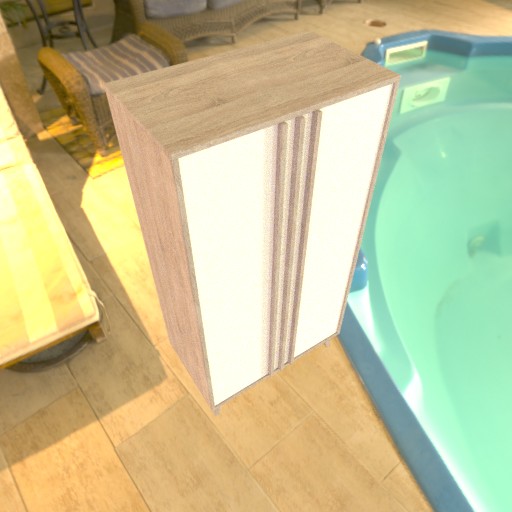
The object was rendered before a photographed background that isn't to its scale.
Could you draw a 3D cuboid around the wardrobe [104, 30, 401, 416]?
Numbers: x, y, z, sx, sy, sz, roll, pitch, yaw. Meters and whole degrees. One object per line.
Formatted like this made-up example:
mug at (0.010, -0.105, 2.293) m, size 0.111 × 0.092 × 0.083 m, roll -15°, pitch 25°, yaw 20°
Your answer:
wardrobe at (0.000, 0.000, 2.419) m, size 1.000 × 1.960 × 0.600 m, roll -26°, pitch 51°, yaw -23°
